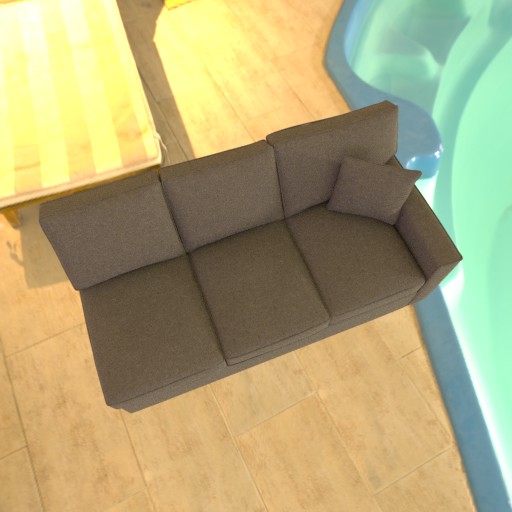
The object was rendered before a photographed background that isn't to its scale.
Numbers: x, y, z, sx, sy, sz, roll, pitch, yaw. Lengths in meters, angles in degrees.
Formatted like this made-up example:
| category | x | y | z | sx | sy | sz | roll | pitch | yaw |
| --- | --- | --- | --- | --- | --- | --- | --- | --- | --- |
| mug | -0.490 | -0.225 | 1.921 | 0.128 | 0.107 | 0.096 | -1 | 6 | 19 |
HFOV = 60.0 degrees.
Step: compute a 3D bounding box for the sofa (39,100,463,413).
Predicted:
| category | x | y | z | sx | sy | sz | roll | pitch | yaw |
| --- | --- | --- | --- | --- | --- | --- | --- | --- | --- |
| sofa | 0.000 | 0.000 | 2.502 | 1.963 | 0.946 | 1.034 | -19 | 65 | -9 |
